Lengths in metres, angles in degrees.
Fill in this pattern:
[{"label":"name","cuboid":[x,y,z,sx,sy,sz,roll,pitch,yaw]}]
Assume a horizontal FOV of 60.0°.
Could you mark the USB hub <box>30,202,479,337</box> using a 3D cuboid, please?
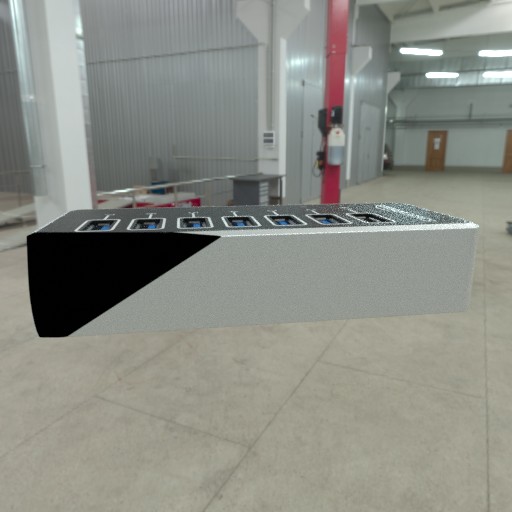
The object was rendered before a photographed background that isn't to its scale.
[{"label":"USB hub","cuboid":[0.000,0.000,0.125,0.110,0.023,0.044,-2,14,-9]}]
